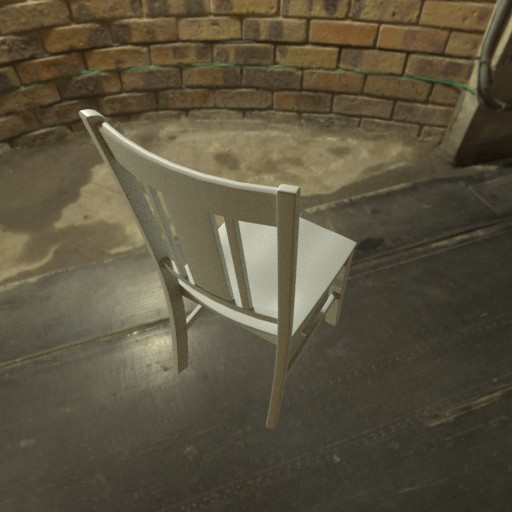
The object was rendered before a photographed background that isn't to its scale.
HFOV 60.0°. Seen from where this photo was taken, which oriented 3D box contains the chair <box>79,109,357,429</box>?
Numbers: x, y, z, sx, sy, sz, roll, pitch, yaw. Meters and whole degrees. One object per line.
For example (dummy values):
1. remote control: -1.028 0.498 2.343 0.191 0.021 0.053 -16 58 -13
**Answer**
1. chair: 0.000 0.000 1.243 0.450 0.998 0.555 24 52 21
